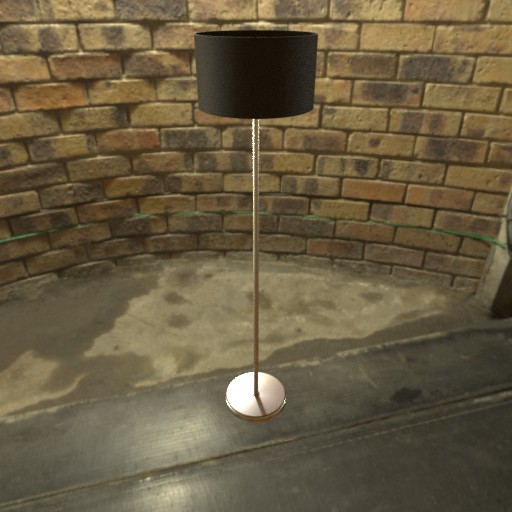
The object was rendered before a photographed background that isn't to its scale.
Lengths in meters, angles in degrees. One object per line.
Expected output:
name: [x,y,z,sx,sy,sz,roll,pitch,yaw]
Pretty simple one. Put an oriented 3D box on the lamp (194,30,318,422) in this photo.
lamp: [0.000,0.000,1.605,0.348,1.443,0.348,20,35,31]
